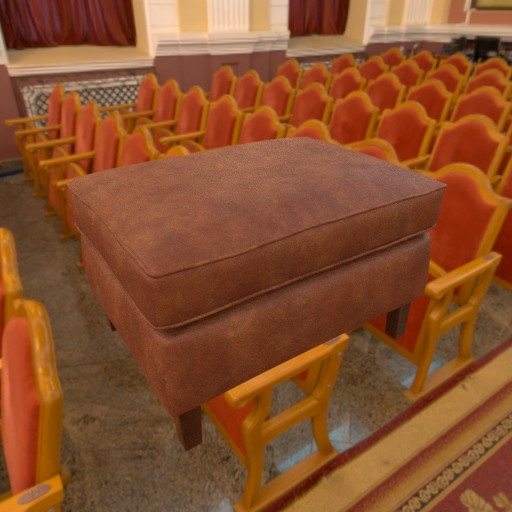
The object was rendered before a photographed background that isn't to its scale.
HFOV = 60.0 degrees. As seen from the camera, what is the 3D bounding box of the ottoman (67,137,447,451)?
[{"bbox_3d":[0.000,0.000,0.996,0.665,0.418,0.501,-18,34,-29],"label":"ottoman"}]
